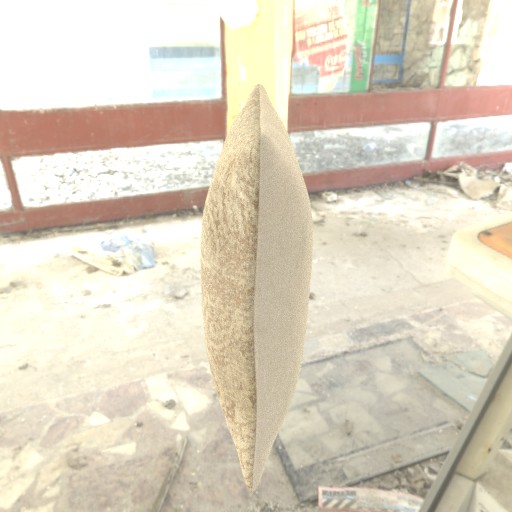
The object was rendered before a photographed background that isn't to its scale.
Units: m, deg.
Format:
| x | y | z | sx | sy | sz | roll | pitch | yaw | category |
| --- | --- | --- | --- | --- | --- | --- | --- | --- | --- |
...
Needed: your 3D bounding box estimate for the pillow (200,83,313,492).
| x | y | z | sx | sy | sz | roll | pitch | yaw | category |
| --- | --- | --- | --- | --- | --- | --- | --- | --- | --- |
| 0.000 | 0.000 | 0.759 | 0.166 | 0.510 | 0.523 | 0 | 27 | 0 | pillow |
